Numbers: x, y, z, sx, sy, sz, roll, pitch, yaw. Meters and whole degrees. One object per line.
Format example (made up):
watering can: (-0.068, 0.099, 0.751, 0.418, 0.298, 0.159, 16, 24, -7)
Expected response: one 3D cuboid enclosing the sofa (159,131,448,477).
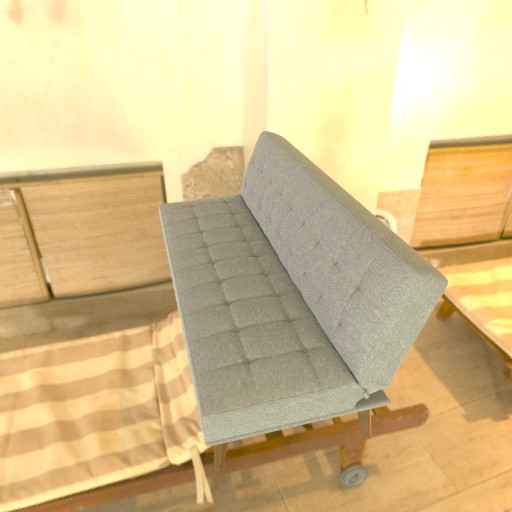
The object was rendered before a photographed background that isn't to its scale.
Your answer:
sofa: (0.000, 0.000, 2.276, 0.860, 0.810, 1.800, -8, 32, -13)
